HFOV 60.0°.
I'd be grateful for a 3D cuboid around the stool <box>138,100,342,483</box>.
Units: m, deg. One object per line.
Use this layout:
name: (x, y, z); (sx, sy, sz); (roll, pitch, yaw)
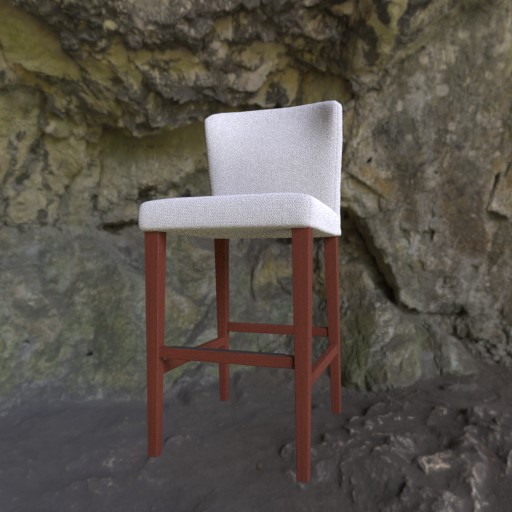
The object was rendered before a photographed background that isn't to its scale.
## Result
stool: (0.000, 0.000, 1.355); (0.481, 1.069, 0.568); (0, 0, 19)
